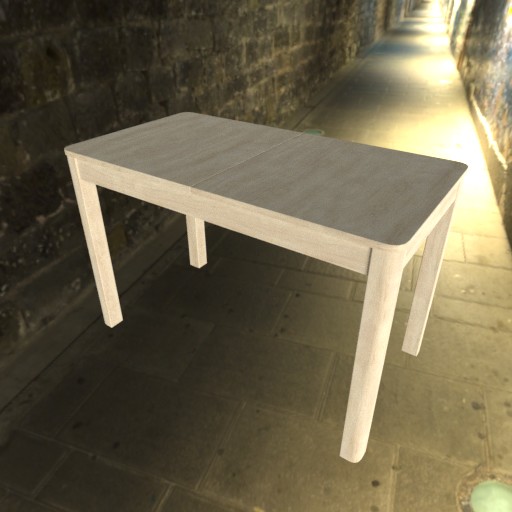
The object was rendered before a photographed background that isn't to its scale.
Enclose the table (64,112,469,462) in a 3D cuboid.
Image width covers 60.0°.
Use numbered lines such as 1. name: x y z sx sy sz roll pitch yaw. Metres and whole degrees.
1. table: 0.000 0.000 1.932 1.400 0.900 0.750 20 37 29
